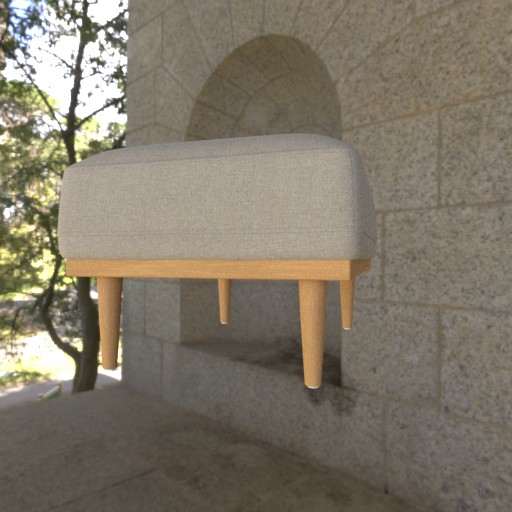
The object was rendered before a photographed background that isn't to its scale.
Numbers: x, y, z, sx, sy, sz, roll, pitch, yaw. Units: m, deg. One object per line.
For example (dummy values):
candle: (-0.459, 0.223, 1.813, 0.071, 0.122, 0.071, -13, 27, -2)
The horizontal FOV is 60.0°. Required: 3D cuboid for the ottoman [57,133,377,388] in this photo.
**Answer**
ottoman: (0.000, 0.000, 1.068, 0.549, 0.428, 0.749, 0, 0, 17)
